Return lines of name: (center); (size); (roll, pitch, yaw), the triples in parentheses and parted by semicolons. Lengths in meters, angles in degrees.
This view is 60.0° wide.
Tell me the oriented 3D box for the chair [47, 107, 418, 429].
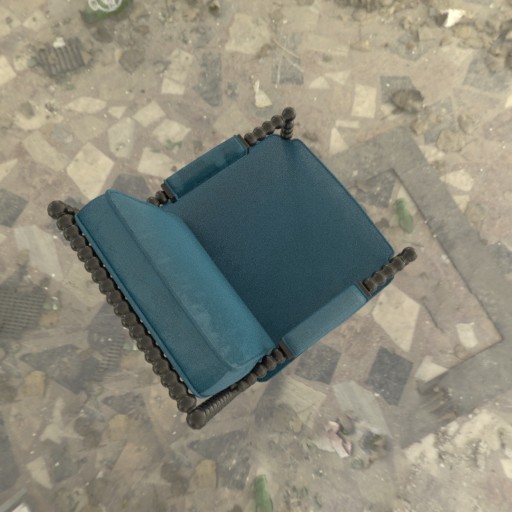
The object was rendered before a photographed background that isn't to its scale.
chair: (0.000, 0.000, 1.455); (0.805, 0.857, 0.688); (-36, 78, -9)
